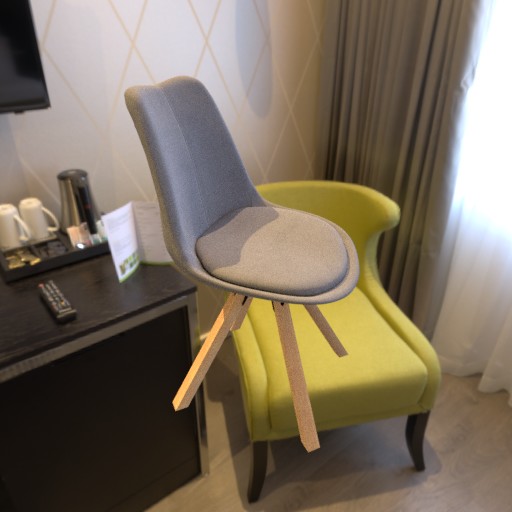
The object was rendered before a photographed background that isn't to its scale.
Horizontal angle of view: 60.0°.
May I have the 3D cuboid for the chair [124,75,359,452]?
[{"bbox_3d":[0.000,0.000,1.196,0.549,0.863,0.474,11,30,19],"label":"chair"}]
